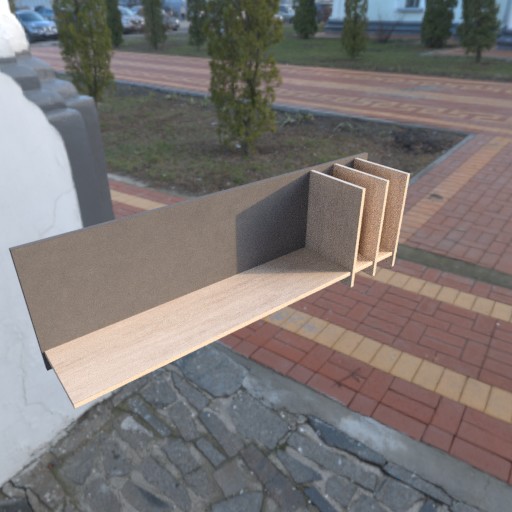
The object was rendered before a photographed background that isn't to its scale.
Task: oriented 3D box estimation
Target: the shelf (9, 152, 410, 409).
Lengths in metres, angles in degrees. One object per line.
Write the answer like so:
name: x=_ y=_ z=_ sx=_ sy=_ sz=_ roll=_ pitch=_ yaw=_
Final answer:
shelf: x=0.000 y=0.000 z=1.109 sx=1.020 sy=0.300 sz=0.200 roll=-21 pitch=35 yaw=-33
